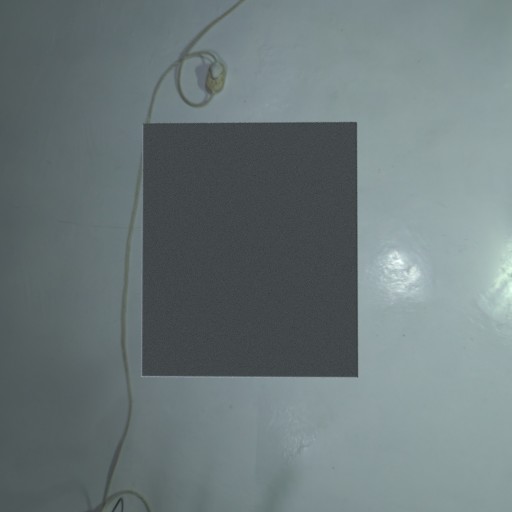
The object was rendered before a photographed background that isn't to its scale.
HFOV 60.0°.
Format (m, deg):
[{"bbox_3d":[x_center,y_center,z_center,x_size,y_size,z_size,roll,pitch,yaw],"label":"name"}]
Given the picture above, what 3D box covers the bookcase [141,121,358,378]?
[{"bbox_3d":[0.000,0.000,1.216,0.330,1.080,0.390,0,89,1],"label":"bookcase"}]
